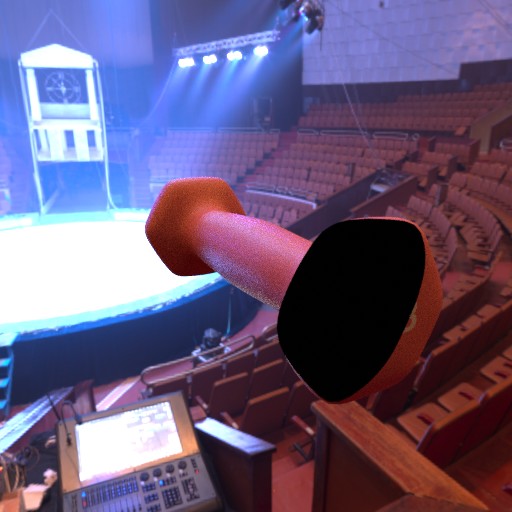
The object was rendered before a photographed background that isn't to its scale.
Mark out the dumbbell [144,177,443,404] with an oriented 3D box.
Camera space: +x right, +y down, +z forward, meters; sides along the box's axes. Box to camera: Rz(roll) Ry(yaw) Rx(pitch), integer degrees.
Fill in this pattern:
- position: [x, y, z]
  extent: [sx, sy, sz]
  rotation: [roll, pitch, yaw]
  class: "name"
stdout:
- position: [0.000, 0.000, 0.149]
  extent: [0.047, 0.043, 0.123]
  rotation: [-8, 18, -27]
  class: "dumbbell"
